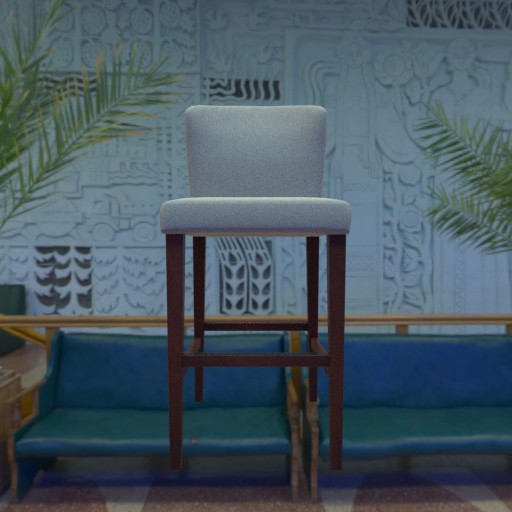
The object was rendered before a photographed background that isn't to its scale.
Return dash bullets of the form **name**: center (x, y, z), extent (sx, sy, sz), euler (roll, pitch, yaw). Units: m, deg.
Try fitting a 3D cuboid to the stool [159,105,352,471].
- **stool**: center (0.000, 0.000, 1.358), extent (0.479, 1.069, 0.568), euler (0, 2, 0)
